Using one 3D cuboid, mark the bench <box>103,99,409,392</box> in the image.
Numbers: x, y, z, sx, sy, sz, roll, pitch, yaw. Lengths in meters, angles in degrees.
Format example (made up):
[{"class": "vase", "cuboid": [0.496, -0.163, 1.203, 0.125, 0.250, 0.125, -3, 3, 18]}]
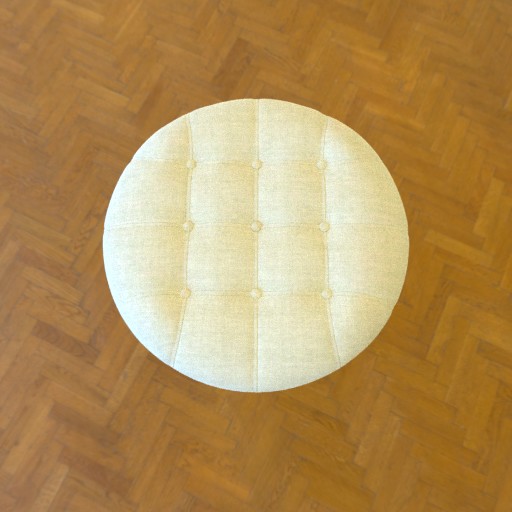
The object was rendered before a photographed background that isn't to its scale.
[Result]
[{"class": "bench", "cuboid": [0.000, 0.000, 1.032, 0.600, 0.453, 0.600, 0, 75, 0]}]
